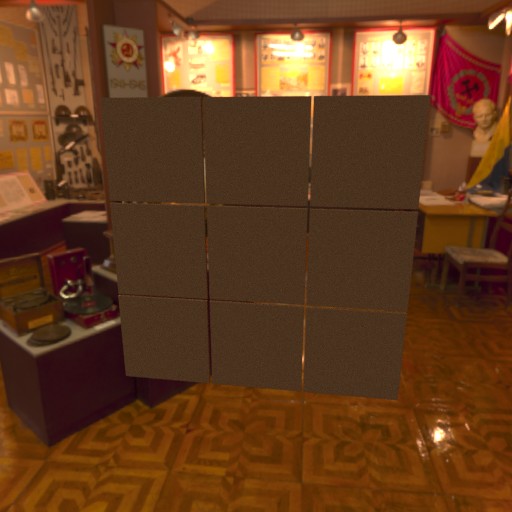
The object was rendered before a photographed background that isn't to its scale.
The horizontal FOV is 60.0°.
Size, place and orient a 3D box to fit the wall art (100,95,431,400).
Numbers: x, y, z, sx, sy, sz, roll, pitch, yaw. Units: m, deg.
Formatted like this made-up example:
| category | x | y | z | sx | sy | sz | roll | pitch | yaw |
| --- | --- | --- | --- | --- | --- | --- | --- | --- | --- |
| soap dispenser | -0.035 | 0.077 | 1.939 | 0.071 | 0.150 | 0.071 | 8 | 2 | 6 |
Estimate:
| category | x | y | z | sx | sy | sz | roll | pitch | yaw |
| --- | --- | --- | --- | --- | --- | --- | --- | --- | --- |
| wall art | 0.000 | 0.000 | 1.794 | 1.216 | 1.216 | 0.013 | 3 | 17 | 8 |
